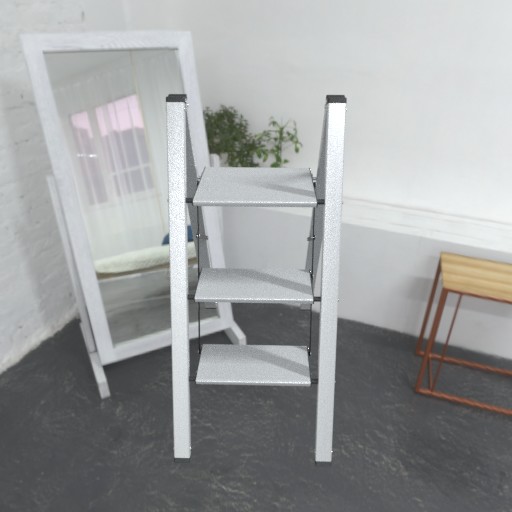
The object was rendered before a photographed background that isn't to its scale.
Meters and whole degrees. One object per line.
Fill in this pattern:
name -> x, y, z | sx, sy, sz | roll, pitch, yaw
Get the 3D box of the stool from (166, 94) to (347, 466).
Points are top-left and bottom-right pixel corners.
stool -> 0.000, 0.000, 1.306 | 0.441, 0.902, 0.730 | 1, 30, 1
